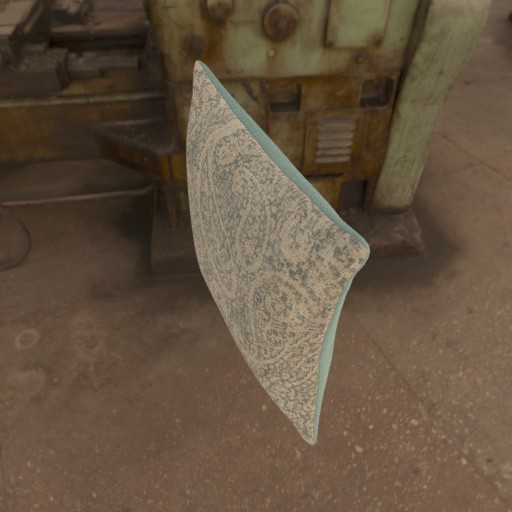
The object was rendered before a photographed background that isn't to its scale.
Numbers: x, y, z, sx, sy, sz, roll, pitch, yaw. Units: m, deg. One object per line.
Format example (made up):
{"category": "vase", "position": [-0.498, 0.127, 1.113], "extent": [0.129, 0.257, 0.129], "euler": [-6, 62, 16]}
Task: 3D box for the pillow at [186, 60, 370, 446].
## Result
{"category": "pillow", "position": [0.000, 0.000, 0.797], "extent": [0.166, 0.507, 0.526], "euler": [-18, 49, -17]}
